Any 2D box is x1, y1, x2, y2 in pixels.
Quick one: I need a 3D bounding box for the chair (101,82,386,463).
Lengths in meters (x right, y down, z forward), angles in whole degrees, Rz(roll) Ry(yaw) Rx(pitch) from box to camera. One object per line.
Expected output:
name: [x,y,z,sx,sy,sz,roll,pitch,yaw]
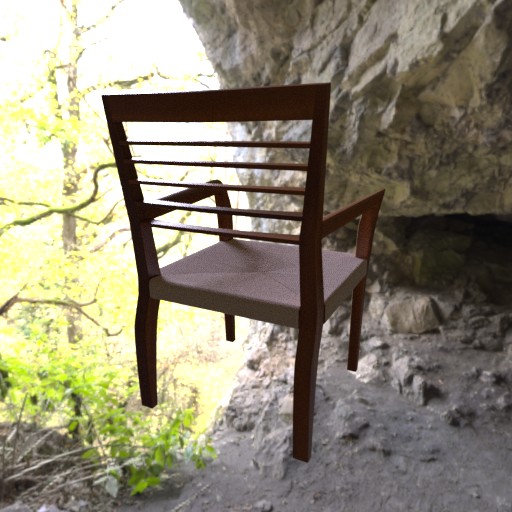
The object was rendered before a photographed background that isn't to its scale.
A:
chair: [0.000,0.000,1.256,0.587,0.855,0.540,8,18,26]
